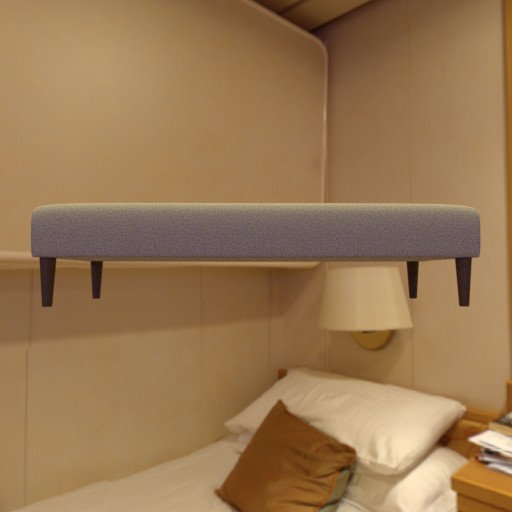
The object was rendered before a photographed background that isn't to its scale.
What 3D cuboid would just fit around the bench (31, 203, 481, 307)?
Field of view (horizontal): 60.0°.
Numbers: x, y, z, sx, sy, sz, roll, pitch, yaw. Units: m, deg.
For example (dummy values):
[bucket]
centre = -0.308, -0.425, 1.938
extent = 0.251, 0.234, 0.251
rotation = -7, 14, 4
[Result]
[bench]
centre = 0.000, 0.000, 1.855
extent = 1.598, 0.383, 0.631
rotation = 0, -2, -1
